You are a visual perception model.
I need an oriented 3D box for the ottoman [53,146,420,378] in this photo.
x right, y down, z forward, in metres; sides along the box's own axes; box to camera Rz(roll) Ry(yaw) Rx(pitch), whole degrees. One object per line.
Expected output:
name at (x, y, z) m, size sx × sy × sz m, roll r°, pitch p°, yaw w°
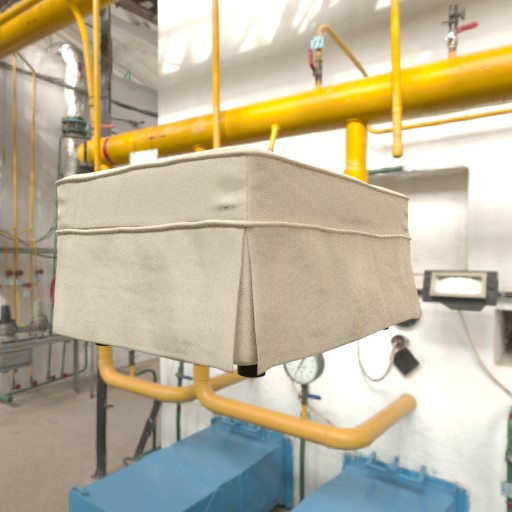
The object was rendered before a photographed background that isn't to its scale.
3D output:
ottoman at (0.000, 0.000, 1.321) m, size 0.703 × 0.479 × 0.944 m, roll 0°, pitch 0°, yaw 37°
